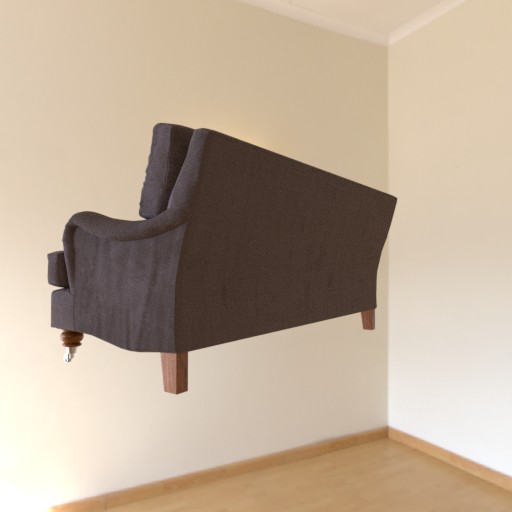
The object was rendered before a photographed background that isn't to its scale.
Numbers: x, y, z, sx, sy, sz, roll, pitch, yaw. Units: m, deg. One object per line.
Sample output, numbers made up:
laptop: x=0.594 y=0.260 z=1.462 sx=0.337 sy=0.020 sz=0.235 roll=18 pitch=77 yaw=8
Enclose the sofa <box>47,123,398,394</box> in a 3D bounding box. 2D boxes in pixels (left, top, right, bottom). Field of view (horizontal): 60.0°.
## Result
sofa: x=0.000 y=0.000 z=2.737 sx=1.086 sy=1.087 sz=2.165 roll=-1 pitch=-1 yaw=36
